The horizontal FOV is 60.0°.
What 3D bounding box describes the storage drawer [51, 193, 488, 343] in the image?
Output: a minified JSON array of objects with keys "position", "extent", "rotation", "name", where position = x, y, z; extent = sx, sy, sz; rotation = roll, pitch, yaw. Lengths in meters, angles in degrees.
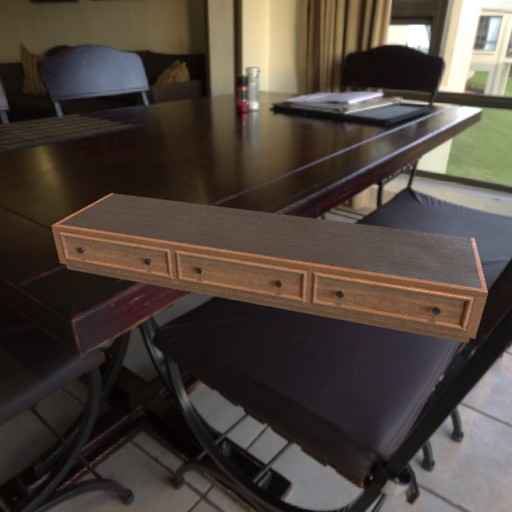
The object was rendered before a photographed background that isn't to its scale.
[{"position":[0.000,0.000,2.247],"extent":[2.032,0.264,0.538],"rotation":[9,29,16],"name":"storage drawer"}]
